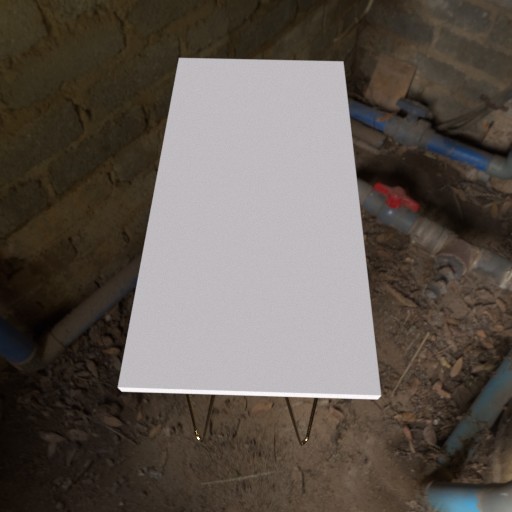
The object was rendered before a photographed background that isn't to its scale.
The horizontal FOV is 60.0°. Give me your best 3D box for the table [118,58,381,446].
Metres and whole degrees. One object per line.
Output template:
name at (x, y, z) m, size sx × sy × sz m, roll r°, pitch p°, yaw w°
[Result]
table at (0.000, 0.000, 1.368) m, size 0.498 × 0.660 × 0.991 m, roll 1°, pitch 59°, yaw 1°
